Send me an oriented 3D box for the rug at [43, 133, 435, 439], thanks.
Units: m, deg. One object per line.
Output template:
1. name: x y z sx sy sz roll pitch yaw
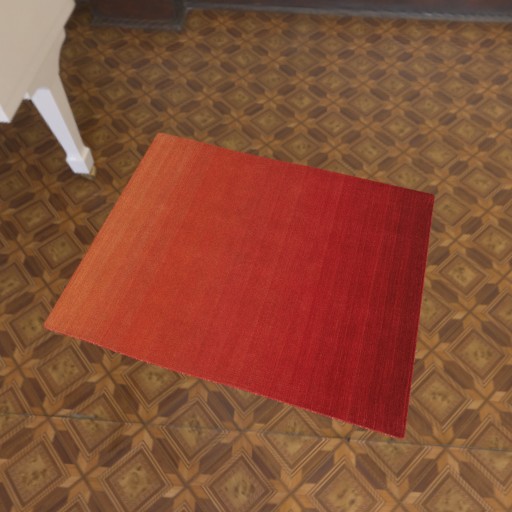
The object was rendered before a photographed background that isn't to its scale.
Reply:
1. rug: 0.000 0.000 3.927 2.905 0.028 2.340 15 60 9
